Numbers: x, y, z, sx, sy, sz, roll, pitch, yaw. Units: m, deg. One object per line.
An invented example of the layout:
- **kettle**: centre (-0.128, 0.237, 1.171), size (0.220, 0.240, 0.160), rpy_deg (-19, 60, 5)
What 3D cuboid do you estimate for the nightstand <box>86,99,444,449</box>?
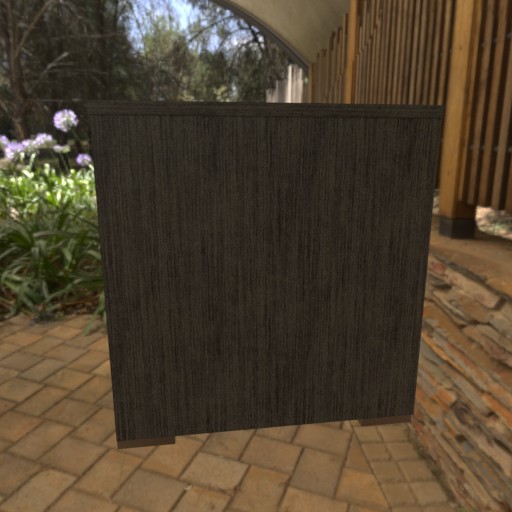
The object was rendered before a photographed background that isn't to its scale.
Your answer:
- **nightstand**: centre (0.000, 0.000, 0.748), size (0.441, 0.460, 0.325), rpy_deg (-2, 14, -8)
